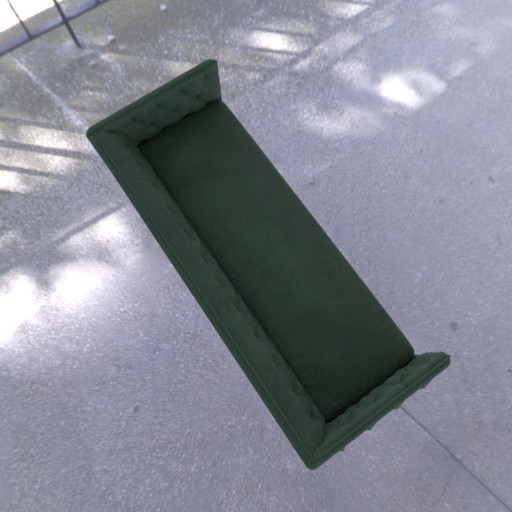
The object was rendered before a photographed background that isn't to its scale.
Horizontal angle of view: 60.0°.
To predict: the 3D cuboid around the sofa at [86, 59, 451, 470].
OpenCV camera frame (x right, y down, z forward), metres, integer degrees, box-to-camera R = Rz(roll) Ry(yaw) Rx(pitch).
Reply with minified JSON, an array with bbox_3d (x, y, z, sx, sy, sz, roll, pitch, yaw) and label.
[{"bbox_3d":[0.000,0.000,2.696,0.895,0.771,2.209,-34,77,-9],"label":"sofa"}]
